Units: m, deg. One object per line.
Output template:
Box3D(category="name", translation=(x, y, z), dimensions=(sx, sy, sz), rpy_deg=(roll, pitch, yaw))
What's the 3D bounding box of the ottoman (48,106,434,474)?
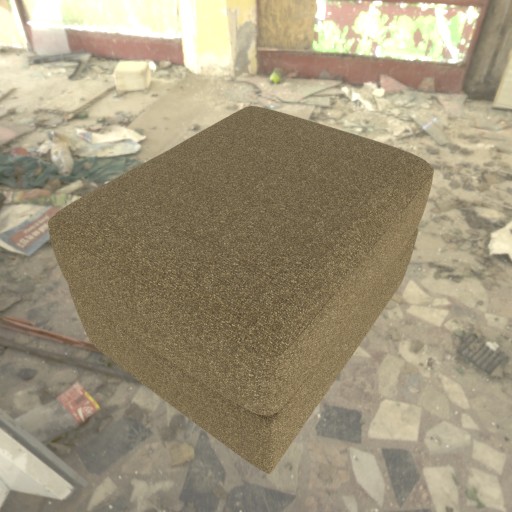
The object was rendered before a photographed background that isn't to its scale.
Box3D(category="ottoman", translation=(0.000, 0.000, 1.115), dimensions=(0.598, 0.476, 0.742), rpy_deg=(26, 48, 26))
